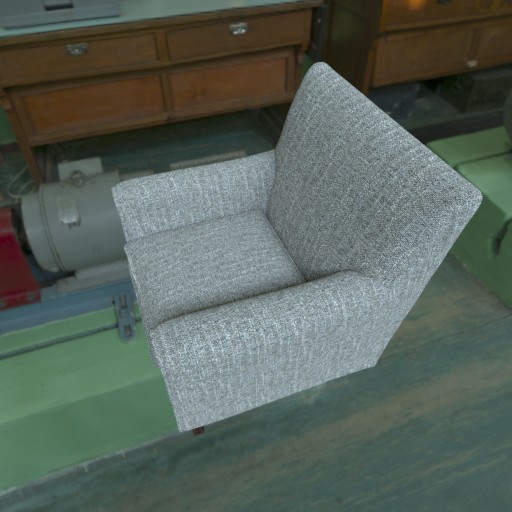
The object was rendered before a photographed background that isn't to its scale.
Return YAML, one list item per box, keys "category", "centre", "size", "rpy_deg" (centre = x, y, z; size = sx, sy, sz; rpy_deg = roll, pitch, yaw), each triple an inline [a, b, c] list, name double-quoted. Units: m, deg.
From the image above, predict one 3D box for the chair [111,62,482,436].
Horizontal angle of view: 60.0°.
- category: "chair"
  centre: [0.000, 0.000, 1.574]
  size: [0.873, 0.928, 0.864]
  rpy_deg: [-15, 48, -15]
